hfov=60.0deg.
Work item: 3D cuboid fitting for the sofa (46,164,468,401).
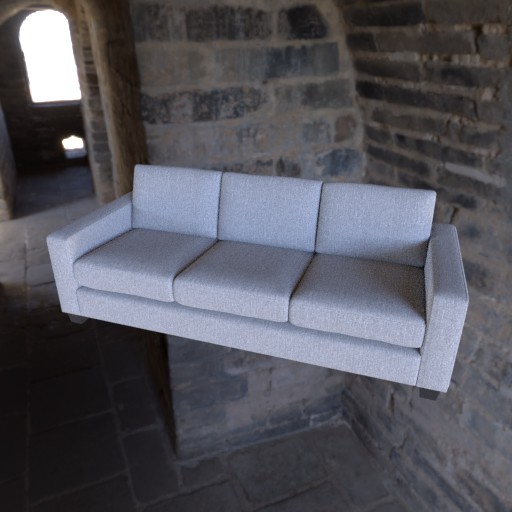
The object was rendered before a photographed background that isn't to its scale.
[{"bbox_3d":[0.000,0.000,2.530,2.120,0.800,0.900,8,27,17],"label":"sofa"}]
